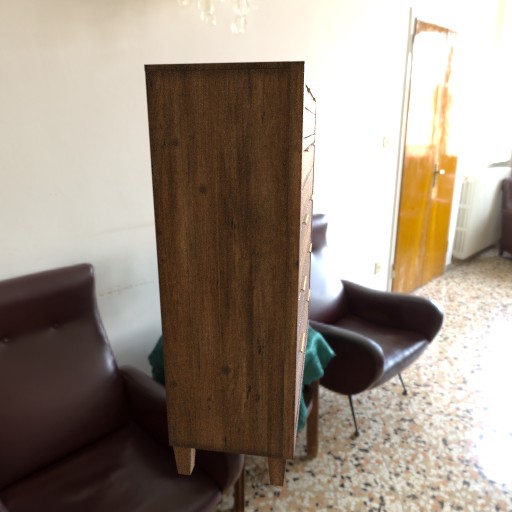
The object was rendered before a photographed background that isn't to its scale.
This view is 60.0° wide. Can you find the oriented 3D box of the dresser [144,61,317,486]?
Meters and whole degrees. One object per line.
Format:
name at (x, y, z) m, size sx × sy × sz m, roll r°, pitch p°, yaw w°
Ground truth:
dresser at (0.000, 0.000, 1.853) m, size 0.438 × 1.359 × 1.067 m, roll 3°, pitch 16°, yaw 9°
